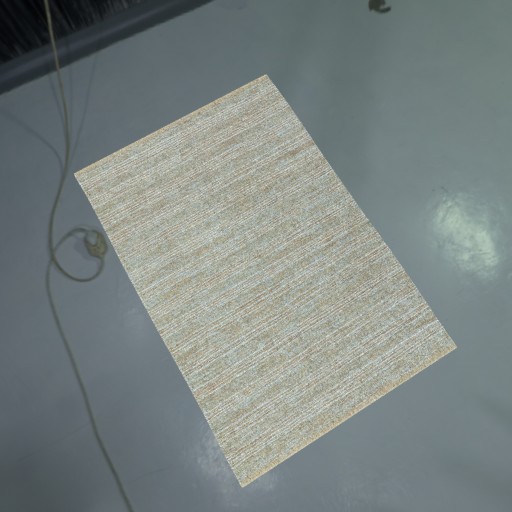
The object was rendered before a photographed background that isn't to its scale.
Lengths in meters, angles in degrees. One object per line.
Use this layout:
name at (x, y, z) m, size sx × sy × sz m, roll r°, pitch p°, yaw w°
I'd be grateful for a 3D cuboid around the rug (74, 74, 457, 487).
rug at (0.000, 0.000, 2.314) m, size 1.240 × 0.010 × 1.824 m, roll -30°, pitch 77°, yaw -7°
